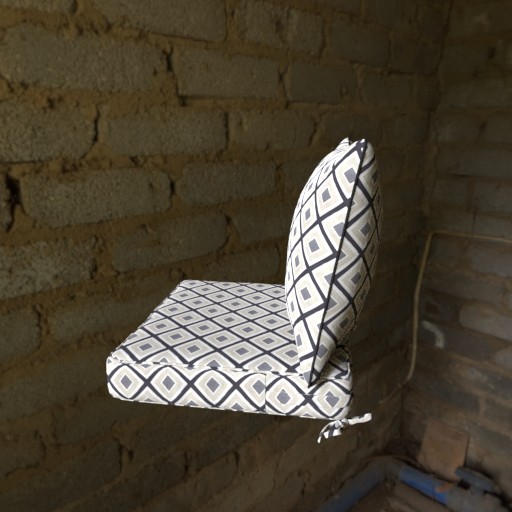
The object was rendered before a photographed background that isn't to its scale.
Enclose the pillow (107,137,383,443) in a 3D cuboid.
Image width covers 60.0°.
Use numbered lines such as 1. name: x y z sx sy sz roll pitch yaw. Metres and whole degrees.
1. pillow: 0.000 0.000 1.385 0.733 0.722 0.798 2 16 8
